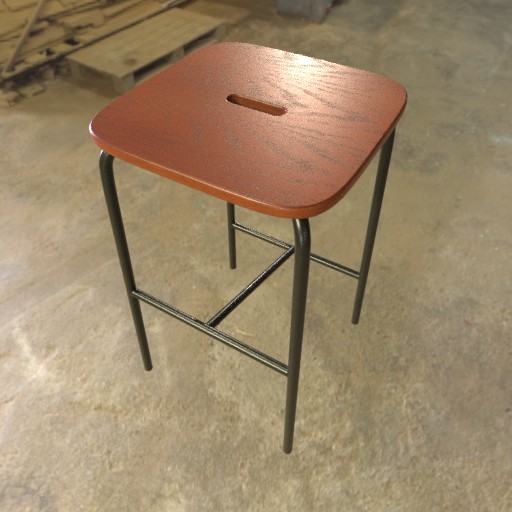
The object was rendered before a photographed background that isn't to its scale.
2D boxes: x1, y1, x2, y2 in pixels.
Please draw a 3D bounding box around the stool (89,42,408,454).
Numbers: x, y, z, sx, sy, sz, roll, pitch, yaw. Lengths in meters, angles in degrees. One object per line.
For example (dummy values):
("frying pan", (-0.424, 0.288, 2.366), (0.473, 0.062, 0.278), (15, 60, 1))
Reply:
("stool", (0.000, 0.000, 0.832), (0.376, 0.610, 0.376), (23, 51, 20))
